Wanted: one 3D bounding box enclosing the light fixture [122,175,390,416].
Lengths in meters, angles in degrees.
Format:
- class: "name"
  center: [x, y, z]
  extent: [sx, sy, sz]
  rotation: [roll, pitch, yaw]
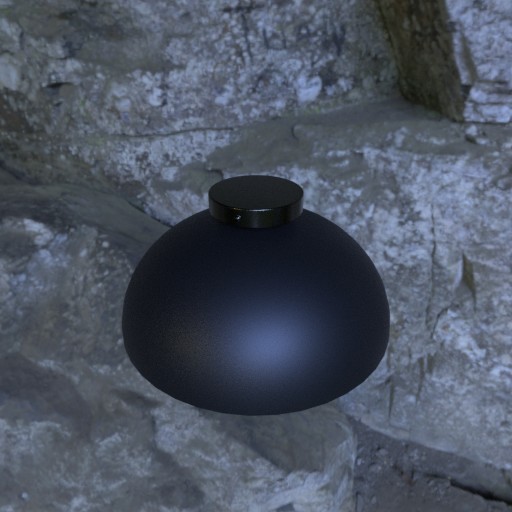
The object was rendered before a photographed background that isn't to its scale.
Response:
- class: "light fixture"
  center: [0.000, 0.000, 0.566]
  extent: [0.355, 0.177, 0.355]
  rotation: [0, 30, 0]
